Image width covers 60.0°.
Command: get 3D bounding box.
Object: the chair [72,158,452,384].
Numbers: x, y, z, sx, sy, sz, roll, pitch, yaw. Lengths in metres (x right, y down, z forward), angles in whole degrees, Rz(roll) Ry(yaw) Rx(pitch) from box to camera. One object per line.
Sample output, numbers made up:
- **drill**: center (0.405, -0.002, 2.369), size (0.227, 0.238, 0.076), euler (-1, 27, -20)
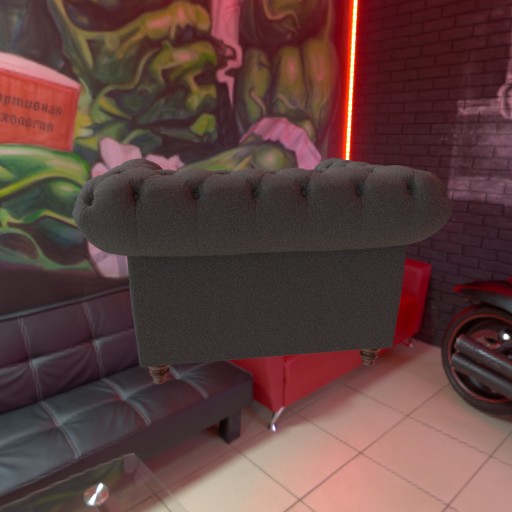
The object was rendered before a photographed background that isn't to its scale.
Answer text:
- **chair**: center (0.000, 0.000, 1.852), size (1.270, 0.770, 0.976), euler (-2, 15, -9)
